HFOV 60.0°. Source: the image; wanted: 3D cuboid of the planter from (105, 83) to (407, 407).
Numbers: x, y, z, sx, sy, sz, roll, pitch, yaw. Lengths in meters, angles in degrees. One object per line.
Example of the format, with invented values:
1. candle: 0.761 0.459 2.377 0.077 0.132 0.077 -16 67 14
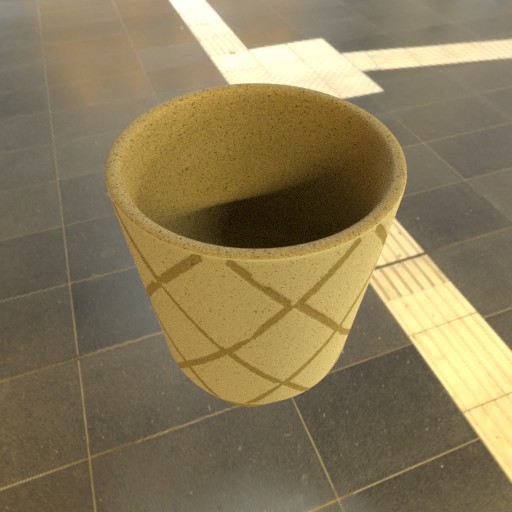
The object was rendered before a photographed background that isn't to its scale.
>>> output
1. planter: 0.000 0.000 0.358 0.191 0.199 0.191 0 47 0
